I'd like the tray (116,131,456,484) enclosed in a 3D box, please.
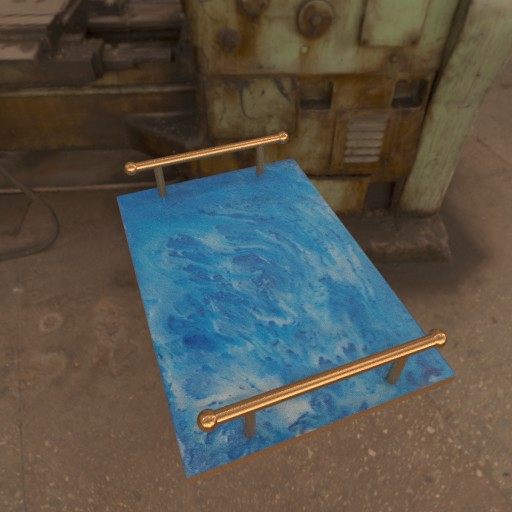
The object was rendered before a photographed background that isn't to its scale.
[{"bbox_3d":[0.000,0.000,0.571,0.304,0.084,0.444,-15,48,-14],"label":"tray"}]
